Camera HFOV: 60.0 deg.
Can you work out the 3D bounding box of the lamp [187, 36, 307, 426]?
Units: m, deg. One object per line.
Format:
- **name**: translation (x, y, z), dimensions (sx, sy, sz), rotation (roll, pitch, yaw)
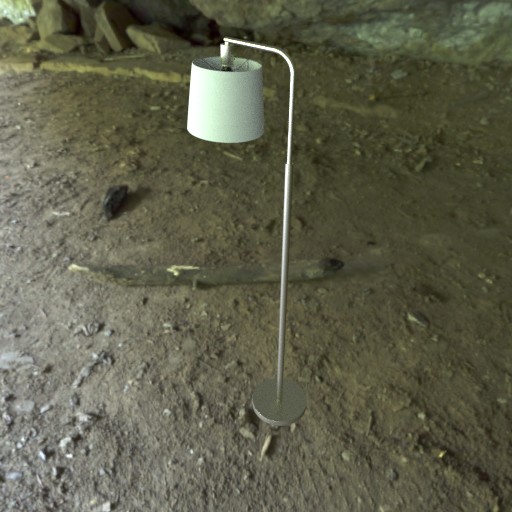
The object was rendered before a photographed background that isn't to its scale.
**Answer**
- **lamp**: translation (0.000, 0.000, 1.673), dimensions (0.508, 1.478, 0.254), rotation (22, 39, 30)
